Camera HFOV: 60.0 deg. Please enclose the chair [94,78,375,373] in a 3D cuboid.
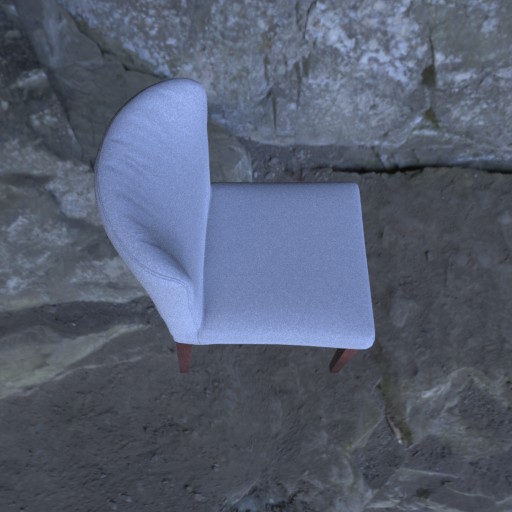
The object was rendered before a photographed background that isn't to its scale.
[{"bbox_3d":[0.000,0.000,1.180,0.592,0.839,0.491,0,63,0],"label":"chair"}]
